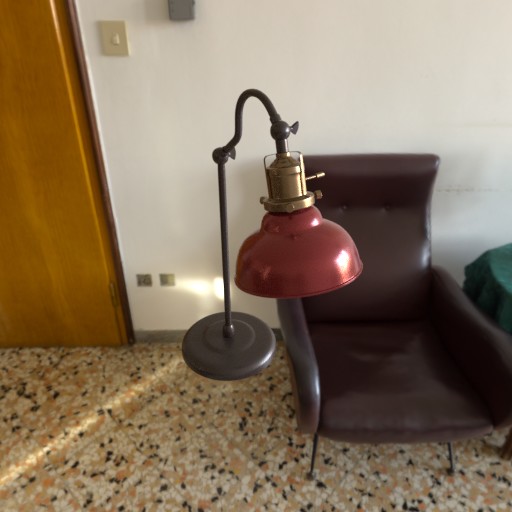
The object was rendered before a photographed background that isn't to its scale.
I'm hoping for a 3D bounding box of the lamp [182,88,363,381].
[{"bbox_3d":[0.000,0.000,0.711,0.192,0.508,0.374,-21,36,-31],"label":"lamp"}]
